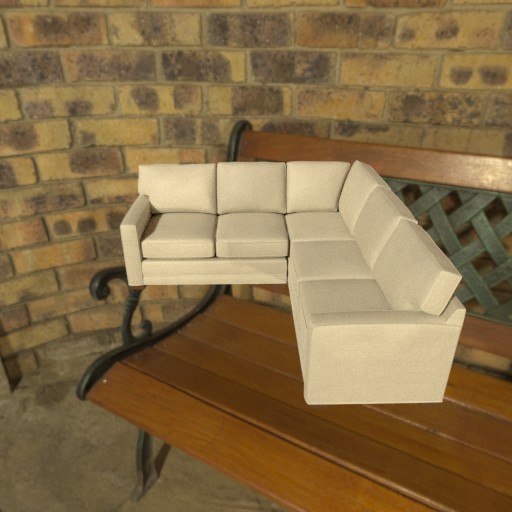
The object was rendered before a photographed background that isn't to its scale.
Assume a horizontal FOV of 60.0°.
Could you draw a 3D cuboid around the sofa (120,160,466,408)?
[{"bbox_3d":[0.000,0.000,3.374,2.182,0.939,2.189,0,27,-1],"label":"sofa"}]
